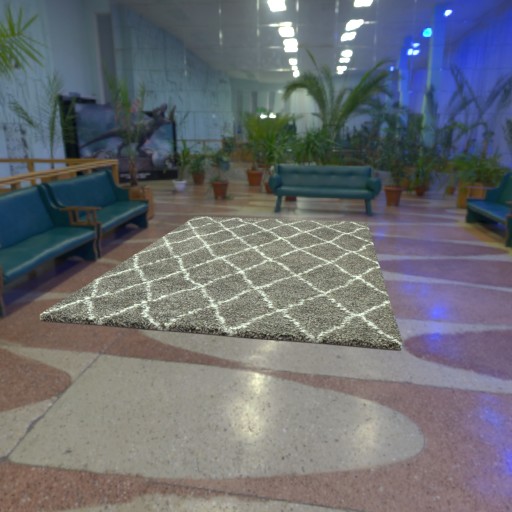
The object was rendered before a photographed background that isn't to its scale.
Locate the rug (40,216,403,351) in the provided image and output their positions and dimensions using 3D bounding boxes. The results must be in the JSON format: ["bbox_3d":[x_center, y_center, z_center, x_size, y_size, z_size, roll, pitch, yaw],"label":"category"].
[{"bbox_3d":[0.000,0.000,2.272,1.219,0.030,1.778,3,17,10],"label":"rug"}]
